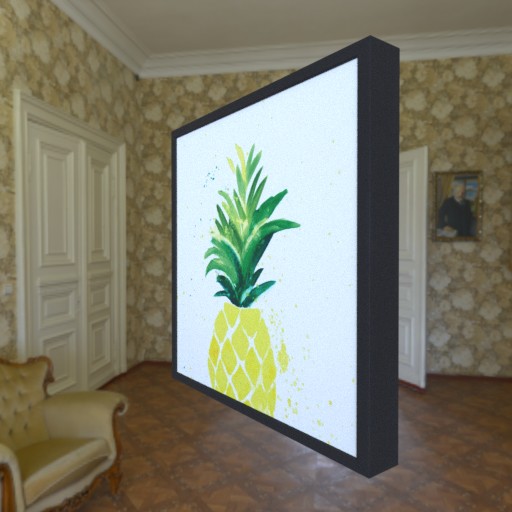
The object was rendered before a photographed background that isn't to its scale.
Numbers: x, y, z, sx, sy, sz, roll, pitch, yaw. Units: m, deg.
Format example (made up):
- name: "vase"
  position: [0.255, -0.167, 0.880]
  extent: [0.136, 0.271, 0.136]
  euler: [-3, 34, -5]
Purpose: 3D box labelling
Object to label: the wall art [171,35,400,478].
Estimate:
- name: "wall art"
  position: [0.000, 0.000, 0.436]
  extent: [0.033, 0.304, 0.305]
  euler: [0, 1, -37]
